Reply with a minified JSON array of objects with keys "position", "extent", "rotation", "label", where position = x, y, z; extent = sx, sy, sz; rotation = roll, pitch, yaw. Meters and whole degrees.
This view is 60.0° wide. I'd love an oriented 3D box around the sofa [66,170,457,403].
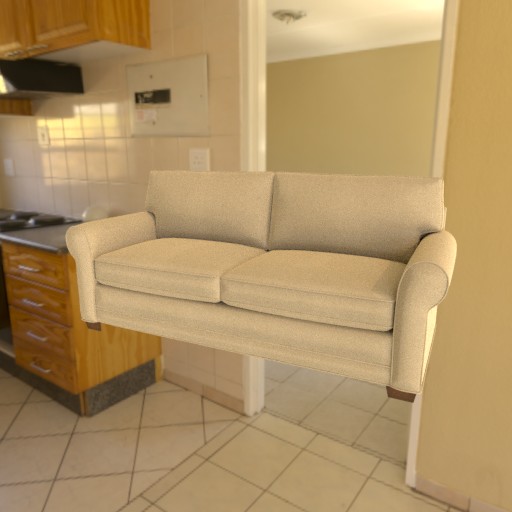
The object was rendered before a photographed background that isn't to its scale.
[{"position":[0.000,0.000,2.627],"extent":[2.146,0.962,0.901],"rotation":[6,15,25],"label":"sofa"}]
